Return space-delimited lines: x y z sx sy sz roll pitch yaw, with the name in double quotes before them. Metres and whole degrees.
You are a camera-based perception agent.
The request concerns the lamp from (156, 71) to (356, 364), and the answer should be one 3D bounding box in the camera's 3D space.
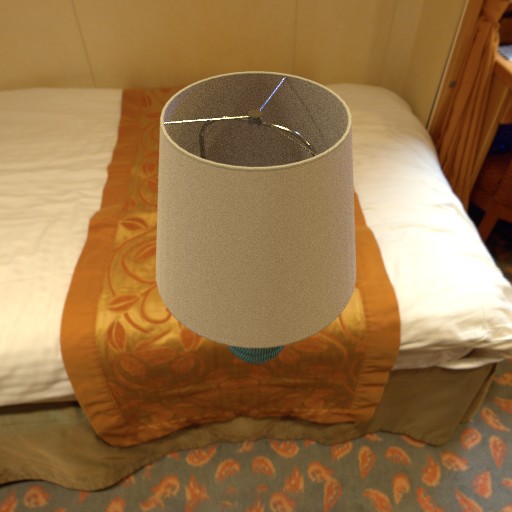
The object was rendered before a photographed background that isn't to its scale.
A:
"lamp" 0.000 0.000 0.560 0.254 0.392 0.254 0 47 0
